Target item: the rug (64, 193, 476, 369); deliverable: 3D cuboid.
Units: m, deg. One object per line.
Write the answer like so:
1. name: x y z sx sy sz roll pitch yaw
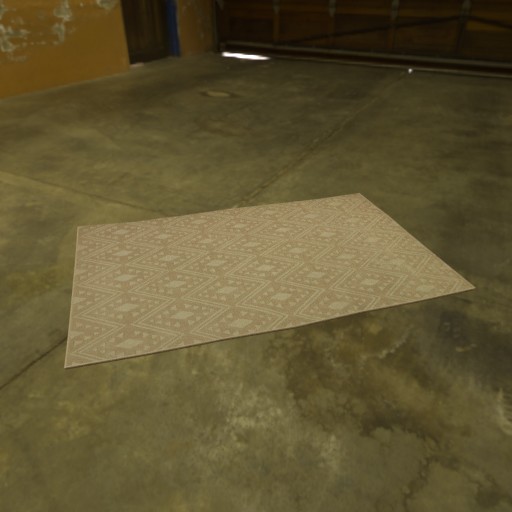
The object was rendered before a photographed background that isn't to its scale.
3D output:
1. rug: 0.000 0.000 3.111 2.430 0.053 1.553 -9 33 -14
